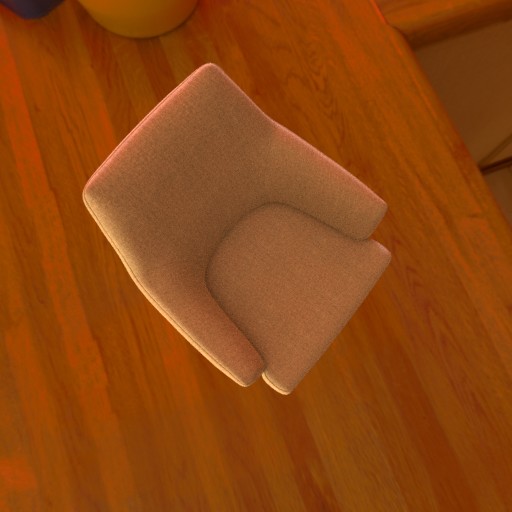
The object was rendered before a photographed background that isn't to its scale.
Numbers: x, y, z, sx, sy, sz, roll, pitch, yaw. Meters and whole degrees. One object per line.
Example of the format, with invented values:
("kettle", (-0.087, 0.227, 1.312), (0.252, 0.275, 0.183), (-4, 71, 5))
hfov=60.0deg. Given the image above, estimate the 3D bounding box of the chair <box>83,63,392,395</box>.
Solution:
("chair", (0.000, 0.000, 1.358), (0.677, 0.874, 0.642), (38, 79, 9))
